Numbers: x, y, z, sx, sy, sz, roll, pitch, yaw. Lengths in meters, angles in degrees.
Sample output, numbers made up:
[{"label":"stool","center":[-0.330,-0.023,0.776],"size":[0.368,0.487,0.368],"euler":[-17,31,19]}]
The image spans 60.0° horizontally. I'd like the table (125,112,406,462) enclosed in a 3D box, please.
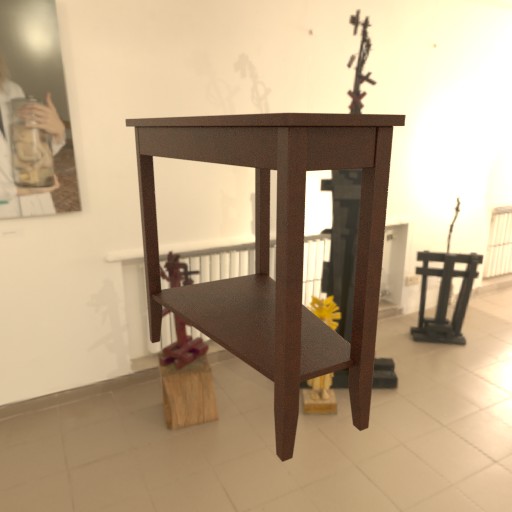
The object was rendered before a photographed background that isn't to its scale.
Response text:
[{"label":"table","center":[0.000,0.000,0.988],"size":[0.399,0.589,0.605],"euler":[-8,18,-27]}]
